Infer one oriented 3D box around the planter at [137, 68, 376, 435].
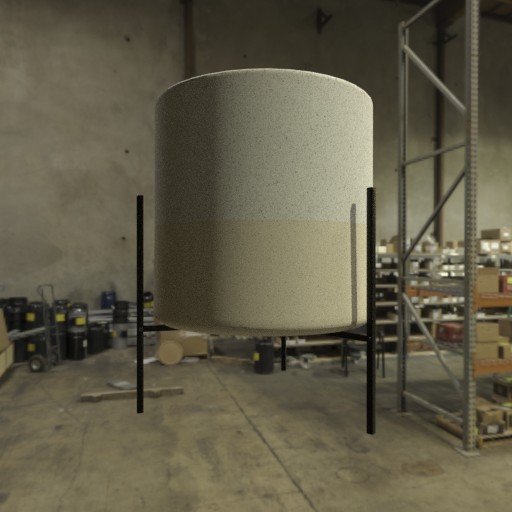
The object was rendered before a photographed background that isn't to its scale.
[{"bbox_3d":[0.000,0.000,0.644,0.335,0.423,0.313,0,0,-17],"label":"planter"}]
